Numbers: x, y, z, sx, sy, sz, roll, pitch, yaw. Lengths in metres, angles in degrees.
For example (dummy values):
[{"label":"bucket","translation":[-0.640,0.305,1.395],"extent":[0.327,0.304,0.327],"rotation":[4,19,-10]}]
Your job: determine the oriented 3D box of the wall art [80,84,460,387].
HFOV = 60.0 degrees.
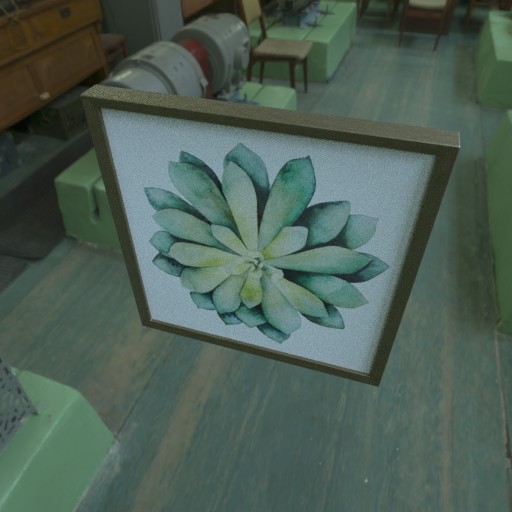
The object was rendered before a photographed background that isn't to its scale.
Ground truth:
[{"label":"wall art","translation":[0.000,0.000,0.747],"extent":[0.503,0.506,0.040],"rotation":[12,43,13]}]
